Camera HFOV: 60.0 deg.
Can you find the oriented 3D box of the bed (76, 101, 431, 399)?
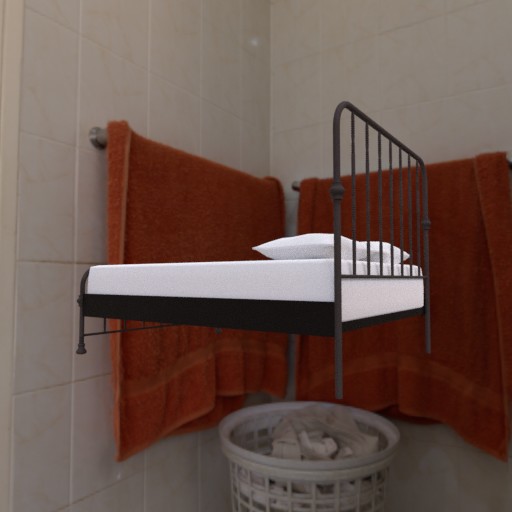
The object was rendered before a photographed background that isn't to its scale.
[{"bbox_3d":[0.000,0.000,3.318,2.134,1.446,1.616,-2,-4,36],"label":"bed"}]
